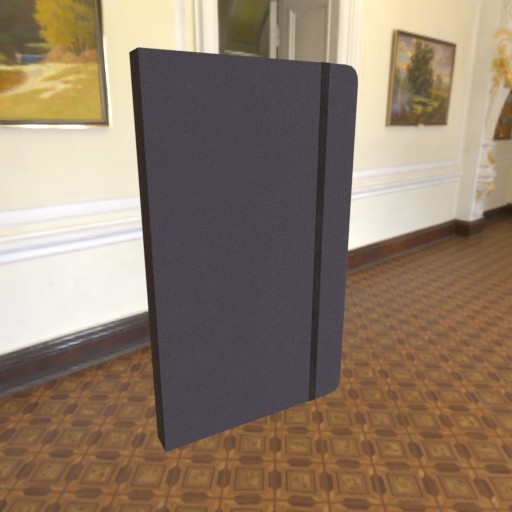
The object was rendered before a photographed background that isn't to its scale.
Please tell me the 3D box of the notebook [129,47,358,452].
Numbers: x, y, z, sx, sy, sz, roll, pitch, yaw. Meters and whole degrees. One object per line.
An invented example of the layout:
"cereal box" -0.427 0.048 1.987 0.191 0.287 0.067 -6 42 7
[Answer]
"notebook" 0.000 0.000 0.259 0.127 0.213 0.016 -9 19 -28
